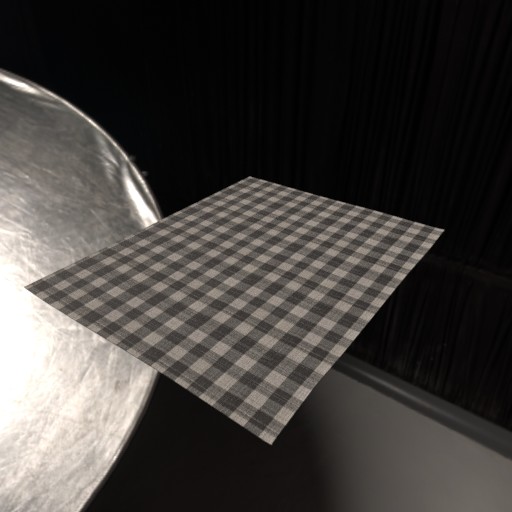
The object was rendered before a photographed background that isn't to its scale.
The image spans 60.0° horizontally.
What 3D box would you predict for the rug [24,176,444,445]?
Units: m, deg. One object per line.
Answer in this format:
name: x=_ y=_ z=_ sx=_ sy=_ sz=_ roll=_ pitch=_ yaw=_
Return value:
rug: x=0.000 y=0.000 z=3.988 sx=2.432 sy=0.013 sz=3.021 roll=21 pitch=37 yaw=31
